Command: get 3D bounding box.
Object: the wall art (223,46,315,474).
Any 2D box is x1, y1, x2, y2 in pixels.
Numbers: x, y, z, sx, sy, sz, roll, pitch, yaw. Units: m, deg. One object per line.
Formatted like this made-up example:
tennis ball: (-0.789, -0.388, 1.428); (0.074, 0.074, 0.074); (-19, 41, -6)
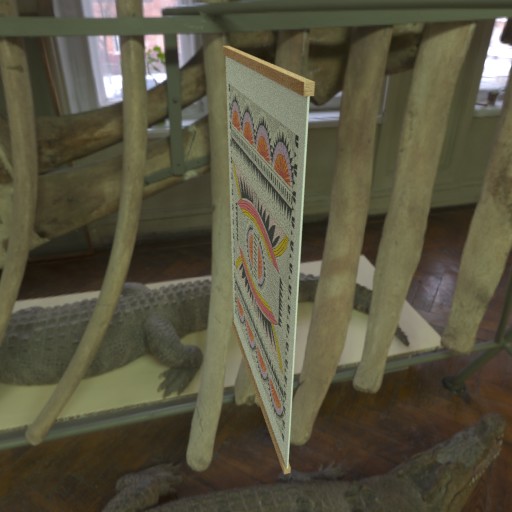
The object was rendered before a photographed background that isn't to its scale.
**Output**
wall art: (0.000, 0.000, 1.877); (0.028, 1.533, 0.999); (-8, 31, -13)
